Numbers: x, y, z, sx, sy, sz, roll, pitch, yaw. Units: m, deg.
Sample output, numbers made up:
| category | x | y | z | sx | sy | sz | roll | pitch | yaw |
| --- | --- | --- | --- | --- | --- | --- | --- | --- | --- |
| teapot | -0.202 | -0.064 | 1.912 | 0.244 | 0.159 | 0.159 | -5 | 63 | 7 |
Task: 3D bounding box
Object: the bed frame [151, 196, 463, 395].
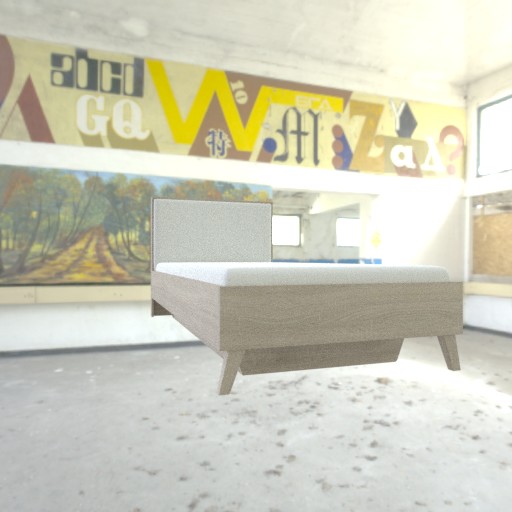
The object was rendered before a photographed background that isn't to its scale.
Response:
| category | x | y | z | sx | sy | sz | roll | pitch | yaw |
| --- | --- | --- | --- | --- | --- | --- | --- | --- | --- |
| bed frame | 0.000 | 0.000 | 2.600 | 0.990 | 0.920 | 2.140 | 0 | 0 | -19 |
